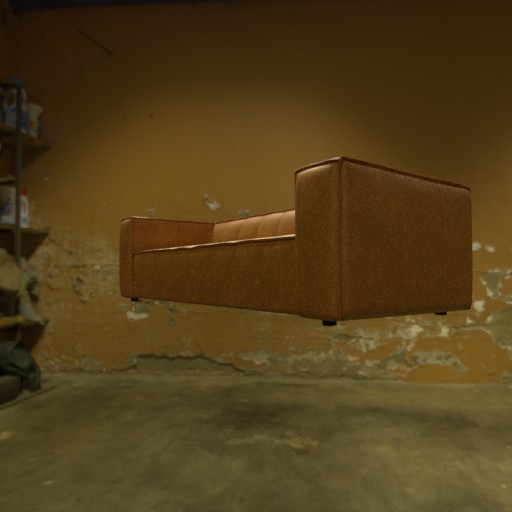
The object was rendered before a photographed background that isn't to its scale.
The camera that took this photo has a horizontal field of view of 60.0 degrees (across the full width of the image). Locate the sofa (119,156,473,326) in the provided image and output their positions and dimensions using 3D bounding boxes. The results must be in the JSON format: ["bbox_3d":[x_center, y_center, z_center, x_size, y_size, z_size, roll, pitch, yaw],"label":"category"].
[{"bbox_3d":[0.000,0.000,3.079,1.102,0.701,2.581,2,-3,-36],"label":"sofa"}]
